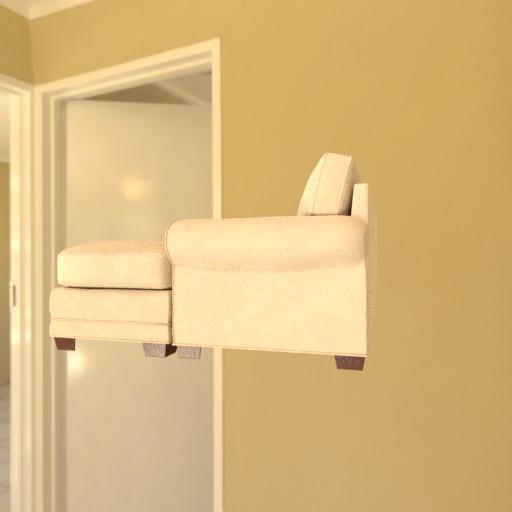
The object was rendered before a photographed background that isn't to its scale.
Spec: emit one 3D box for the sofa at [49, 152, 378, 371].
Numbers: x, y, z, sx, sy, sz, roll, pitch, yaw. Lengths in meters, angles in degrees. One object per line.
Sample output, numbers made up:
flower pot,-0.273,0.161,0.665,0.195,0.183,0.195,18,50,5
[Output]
sofa,0.000,0.000,2.367,1.226,0.734,1.770,0,0,16
